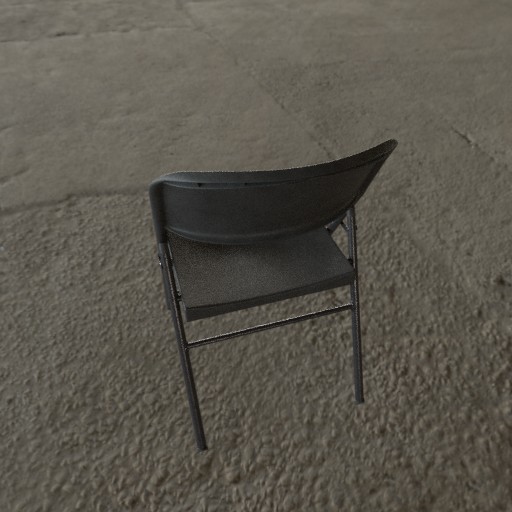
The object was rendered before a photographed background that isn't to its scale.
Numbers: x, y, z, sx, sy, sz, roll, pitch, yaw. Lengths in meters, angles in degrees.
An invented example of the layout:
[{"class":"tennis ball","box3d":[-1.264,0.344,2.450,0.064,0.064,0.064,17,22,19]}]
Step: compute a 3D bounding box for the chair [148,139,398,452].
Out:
[{"class":"chair","box3d":[0.000,0.000,1.157,0.494,0.810,0.567,-12,42,-13]}]
